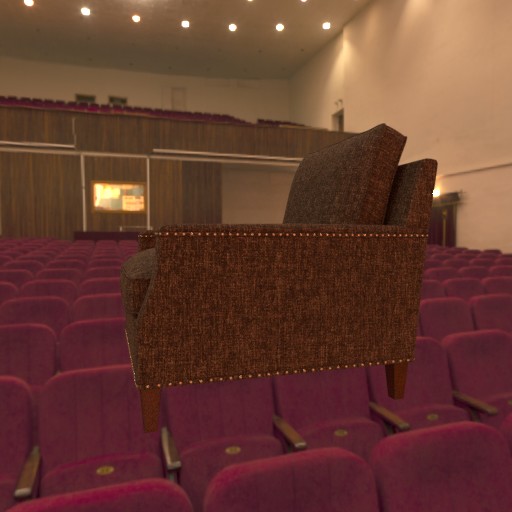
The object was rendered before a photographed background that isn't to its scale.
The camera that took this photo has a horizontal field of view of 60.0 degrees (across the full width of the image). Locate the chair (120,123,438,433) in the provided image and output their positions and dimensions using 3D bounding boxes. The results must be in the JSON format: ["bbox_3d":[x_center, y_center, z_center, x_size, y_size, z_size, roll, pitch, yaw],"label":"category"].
[{"bbox_3d":[0.000,0.000,1.730,1.014,0.943,0.853,-1,2,-18],"label":"chair"}]
